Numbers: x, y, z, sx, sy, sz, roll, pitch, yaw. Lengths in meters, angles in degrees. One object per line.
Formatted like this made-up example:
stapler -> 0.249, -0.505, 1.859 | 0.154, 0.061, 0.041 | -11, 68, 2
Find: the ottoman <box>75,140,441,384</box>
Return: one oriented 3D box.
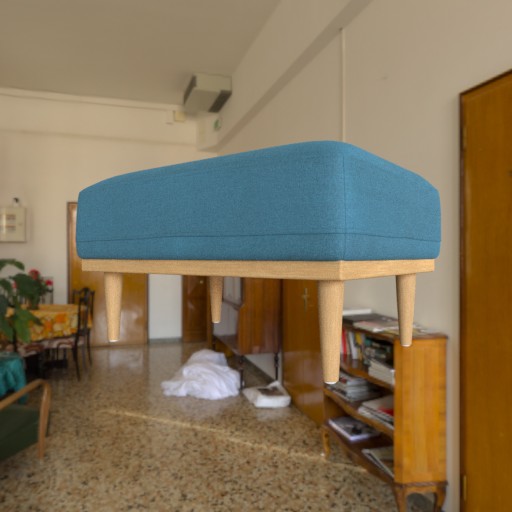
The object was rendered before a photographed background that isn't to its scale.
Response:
ottoman -> 0.000, 0.000, 1.090 | 0.749, 0.428, 0.549 | 0, 0, 37
